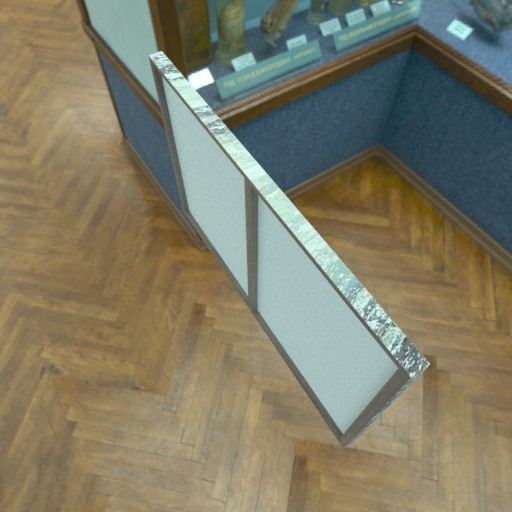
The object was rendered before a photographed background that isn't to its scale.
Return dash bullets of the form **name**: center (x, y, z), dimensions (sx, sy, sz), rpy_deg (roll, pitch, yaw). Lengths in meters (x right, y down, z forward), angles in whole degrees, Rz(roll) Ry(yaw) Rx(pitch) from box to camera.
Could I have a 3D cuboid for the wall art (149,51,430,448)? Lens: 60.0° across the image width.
- **wall art**: center (0.000, 0.000, 1.112), dimensions (0.038, 0.598, 0.919), rpy_deg (-28, 62, -16)
